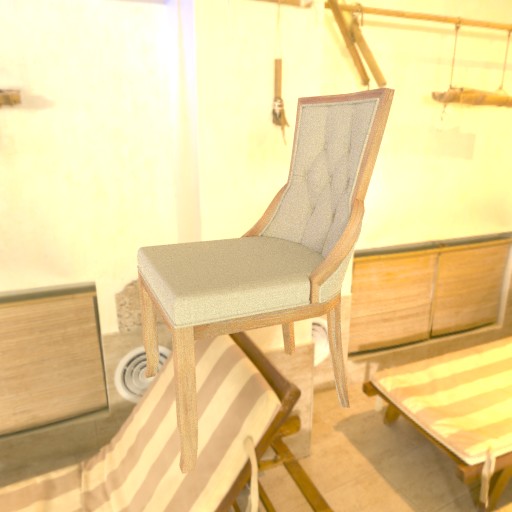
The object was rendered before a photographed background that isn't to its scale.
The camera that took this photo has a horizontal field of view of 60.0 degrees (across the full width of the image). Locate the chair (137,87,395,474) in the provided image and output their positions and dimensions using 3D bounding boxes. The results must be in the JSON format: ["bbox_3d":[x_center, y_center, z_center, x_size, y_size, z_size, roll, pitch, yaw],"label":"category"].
[{"bbox_3d":[0.000,0.000,1.349,0.641,0.947,0.524,-7,18,-23],"label":"chair"}]
